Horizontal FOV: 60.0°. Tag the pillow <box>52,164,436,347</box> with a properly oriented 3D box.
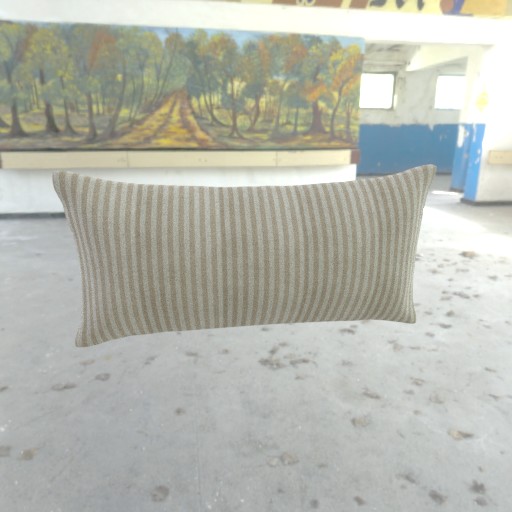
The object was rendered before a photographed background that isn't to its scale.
[{"bbox_3d":[0.000,0.000,0.746,0.617,0.295,0.151,-2,17,-8],"label":"pillow"}]
